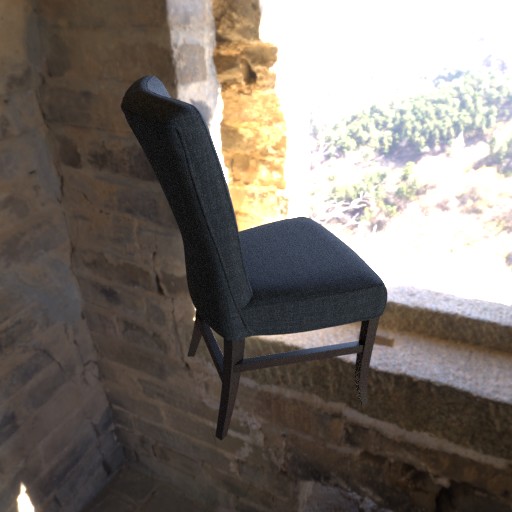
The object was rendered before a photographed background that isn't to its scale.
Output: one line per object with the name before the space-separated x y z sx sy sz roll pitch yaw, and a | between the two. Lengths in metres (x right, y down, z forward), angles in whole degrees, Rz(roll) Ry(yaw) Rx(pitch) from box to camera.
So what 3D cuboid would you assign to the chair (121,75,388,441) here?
chair | 0.000 0.000 1.342 0.660 0.991 0.520 -10 31 -18
